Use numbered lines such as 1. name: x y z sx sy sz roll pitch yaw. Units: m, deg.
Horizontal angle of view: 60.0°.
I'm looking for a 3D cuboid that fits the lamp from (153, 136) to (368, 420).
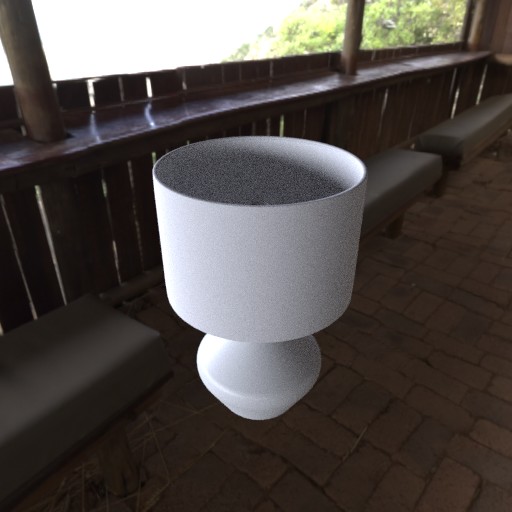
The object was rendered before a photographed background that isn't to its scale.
1. lamp: 0.000 0.000 0.866 0.401 0.457 0.546 10 32 16
